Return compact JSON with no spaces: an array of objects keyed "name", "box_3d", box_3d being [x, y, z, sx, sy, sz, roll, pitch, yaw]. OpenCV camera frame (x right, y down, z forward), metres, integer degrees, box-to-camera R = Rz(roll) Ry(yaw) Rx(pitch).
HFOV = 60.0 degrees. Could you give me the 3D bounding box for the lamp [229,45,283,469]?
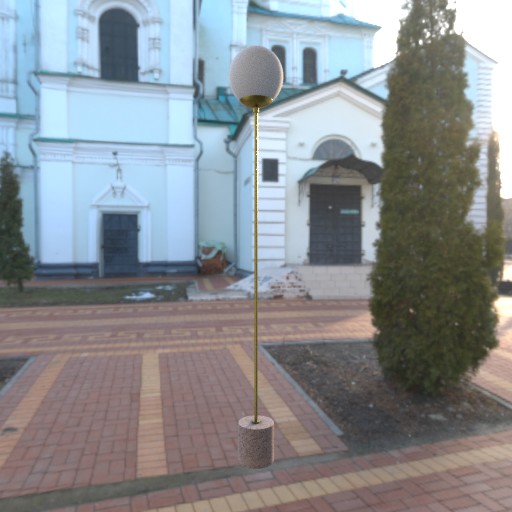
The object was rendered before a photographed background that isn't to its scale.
[{"name":"lamp","box_3d":[0.000,0.000,1.879,0.229,1.748,0.229,0,1,-1]}]
